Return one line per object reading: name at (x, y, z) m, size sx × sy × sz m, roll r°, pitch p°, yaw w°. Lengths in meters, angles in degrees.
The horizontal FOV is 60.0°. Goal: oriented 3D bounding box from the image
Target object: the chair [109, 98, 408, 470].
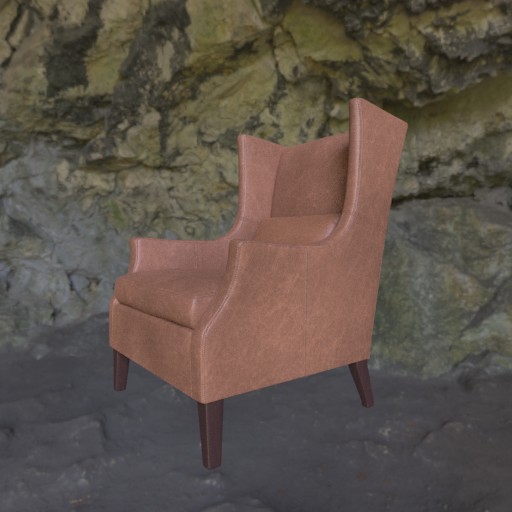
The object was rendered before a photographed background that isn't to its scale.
chair at (0.000, 0.000, 1.704) m, size 0.913 × 1.088 × 0.815 m, roll -2°, pitch 4°, yaw -36°
